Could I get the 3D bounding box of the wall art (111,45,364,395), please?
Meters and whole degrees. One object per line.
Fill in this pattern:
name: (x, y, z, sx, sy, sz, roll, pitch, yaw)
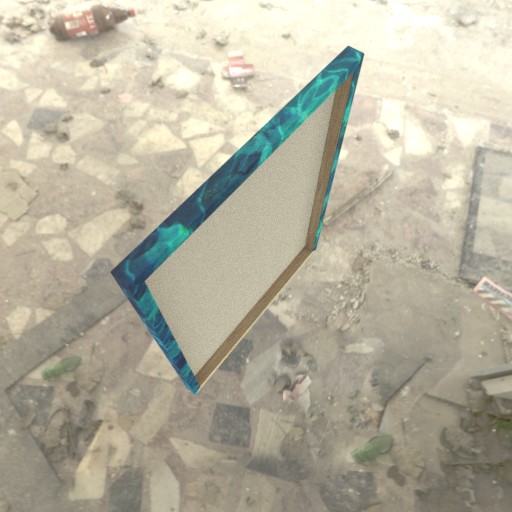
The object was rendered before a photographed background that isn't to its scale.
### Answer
wall art: (0.000, 0.000, 1.058, 0.038, 0.760, 0.609, 35, 67, 17)
